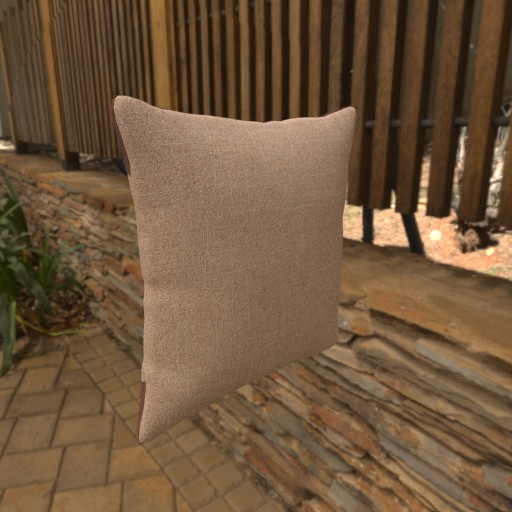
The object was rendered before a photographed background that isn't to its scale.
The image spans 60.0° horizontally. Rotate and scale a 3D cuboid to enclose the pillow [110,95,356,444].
[{"bbox_3d":[0.000,0.000,0.680,0.437,0.448,0.147,-15,22,-41],"label":"pillow"}]
